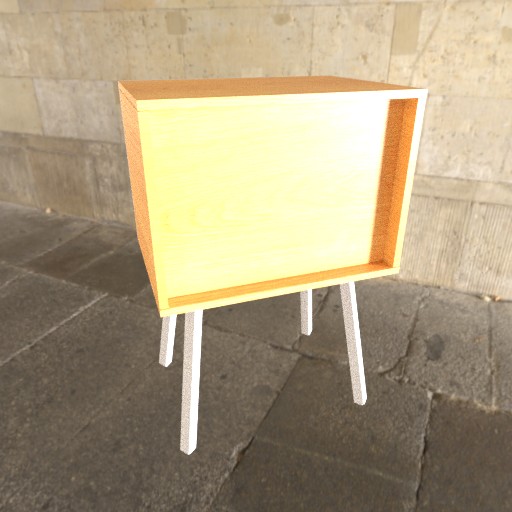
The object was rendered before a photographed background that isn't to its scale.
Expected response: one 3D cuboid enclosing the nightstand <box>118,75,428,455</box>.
[{"bbox_3d":[0.000,0.000,0.828,0.400,0.601,0.316,-9,27,-18],"label":"nightstand"}]
